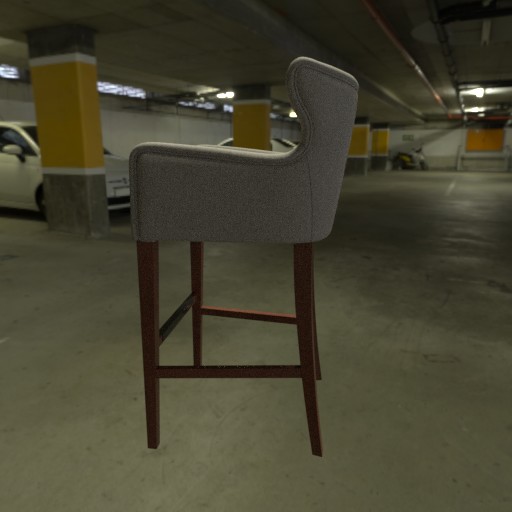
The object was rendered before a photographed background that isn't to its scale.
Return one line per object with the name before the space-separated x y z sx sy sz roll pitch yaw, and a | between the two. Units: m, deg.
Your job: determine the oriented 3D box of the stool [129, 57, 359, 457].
stool | 0.000 0.000 1.383 0.575 1.047 0.575 2 14 7
